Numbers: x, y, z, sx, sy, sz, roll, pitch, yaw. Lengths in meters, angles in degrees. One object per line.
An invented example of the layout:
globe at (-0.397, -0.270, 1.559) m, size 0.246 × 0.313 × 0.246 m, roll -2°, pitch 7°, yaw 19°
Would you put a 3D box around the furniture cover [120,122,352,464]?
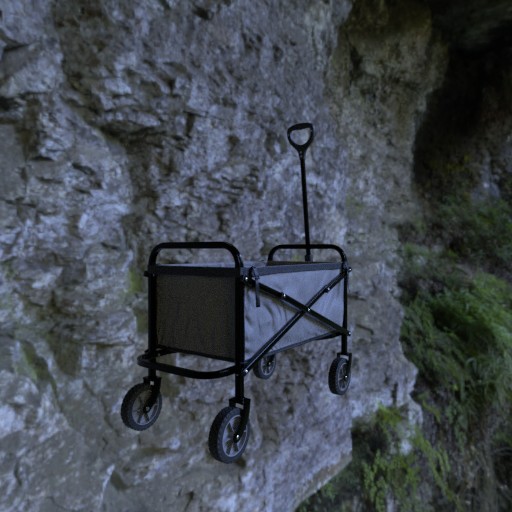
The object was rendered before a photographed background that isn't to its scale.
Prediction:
furniture cover at (0.000, 0.000, 1.886) m, size 0.532 × 1.295 × 1.038 m, roll 1°, pitch 1°, yaw 36°
